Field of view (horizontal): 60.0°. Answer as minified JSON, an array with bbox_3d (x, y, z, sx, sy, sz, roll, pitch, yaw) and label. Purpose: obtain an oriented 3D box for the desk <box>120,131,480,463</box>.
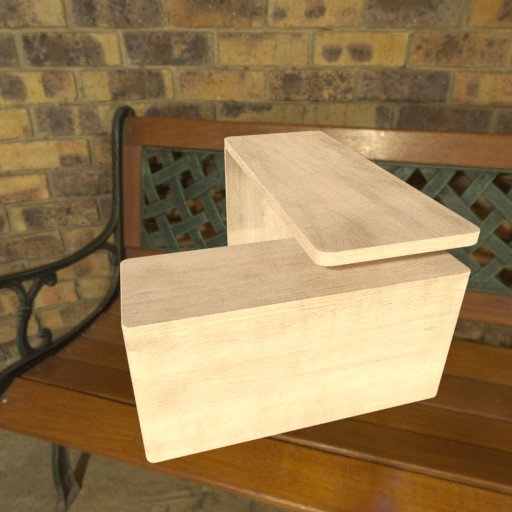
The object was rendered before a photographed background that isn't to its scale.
[{"bbox_3d":[0.000,0.000,2.088,1.175,0.770,1.400,-8,30,-13],"label":"desk"}]
